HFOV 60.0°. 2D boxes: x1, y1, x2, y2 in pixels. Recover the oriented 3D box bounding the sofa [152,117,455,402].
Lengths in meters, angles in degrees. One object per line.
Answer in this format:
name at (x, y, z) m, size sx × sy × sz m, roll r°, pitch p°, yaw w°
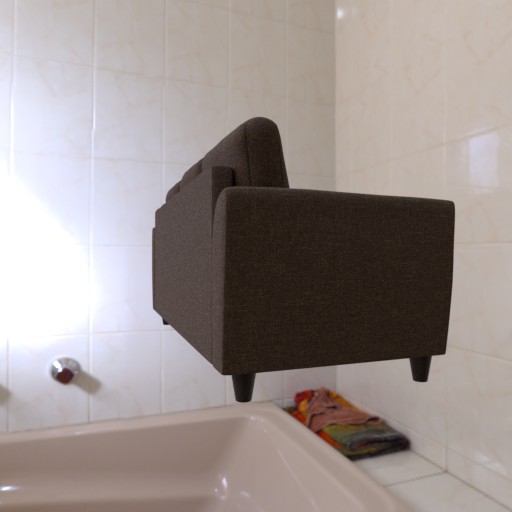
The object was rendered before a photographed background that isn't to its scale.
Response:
sofa at (0.000, 0.000, 2.240) m, size 0.837 × 0.891 × 1.847 m, roll 0°, pitch 0°, yaw -19°
